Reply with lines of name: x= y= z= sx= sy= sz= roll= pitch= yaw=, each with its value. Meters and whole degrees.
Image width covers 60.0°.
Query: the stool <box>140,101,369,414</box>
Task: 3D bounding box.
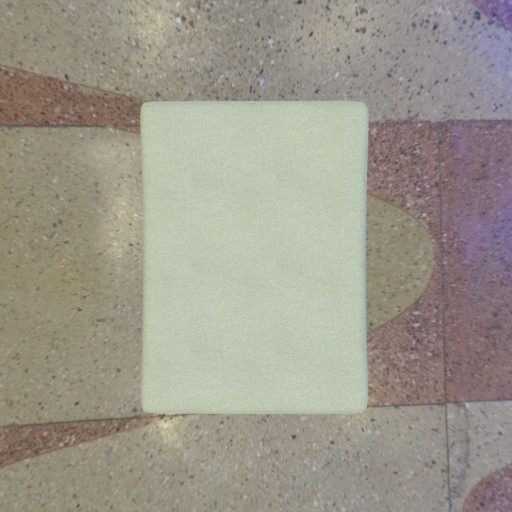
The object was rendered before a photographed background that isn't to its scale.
stool: x=0.000 y=0.000 z=0.962 sx=0.361 sy=0.642 sz=0.500 roll=0 pitch=91 yaw=0
